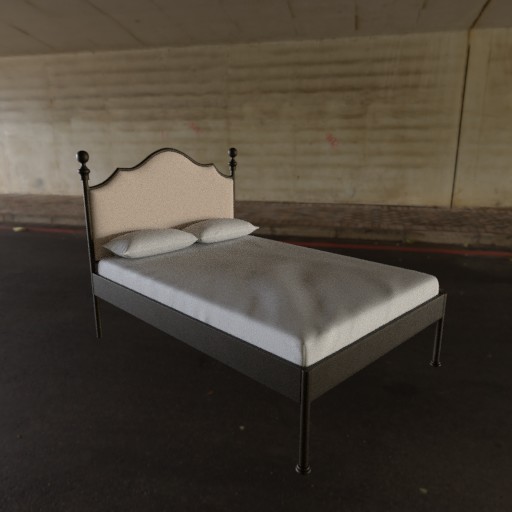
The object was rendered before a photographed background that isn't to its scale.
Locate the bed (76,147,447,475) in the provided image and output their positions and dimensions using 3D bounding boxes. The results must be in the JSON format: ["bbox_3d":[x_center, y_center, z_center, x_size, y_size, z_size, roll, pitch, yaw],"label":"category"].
[{"bbox_3d":[0.000,0.000,3.139,1.533,1.462,2.170,-14,20,-43],"label":"bed"}]
